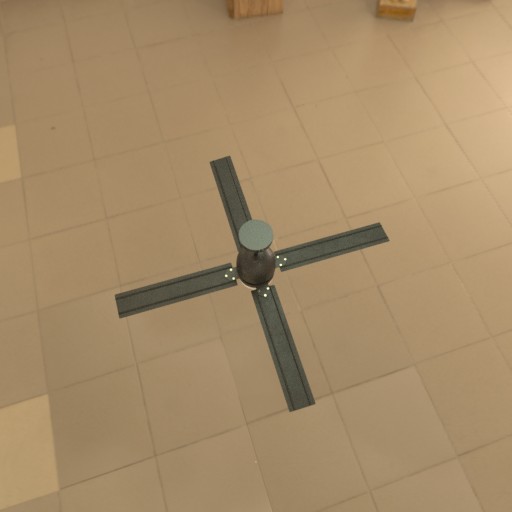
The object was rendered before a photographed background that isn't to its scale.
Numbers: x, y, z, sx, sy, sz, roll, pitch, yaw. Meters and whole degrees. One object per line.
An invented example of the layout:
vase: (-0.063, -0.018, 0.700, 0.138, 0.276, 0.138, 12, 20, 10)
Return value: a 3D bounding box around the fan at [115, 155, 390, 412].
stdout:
fan: (0.000, 0.000, 1.971, 1.319, 0.410, 1.319, -17, 66, -8)
